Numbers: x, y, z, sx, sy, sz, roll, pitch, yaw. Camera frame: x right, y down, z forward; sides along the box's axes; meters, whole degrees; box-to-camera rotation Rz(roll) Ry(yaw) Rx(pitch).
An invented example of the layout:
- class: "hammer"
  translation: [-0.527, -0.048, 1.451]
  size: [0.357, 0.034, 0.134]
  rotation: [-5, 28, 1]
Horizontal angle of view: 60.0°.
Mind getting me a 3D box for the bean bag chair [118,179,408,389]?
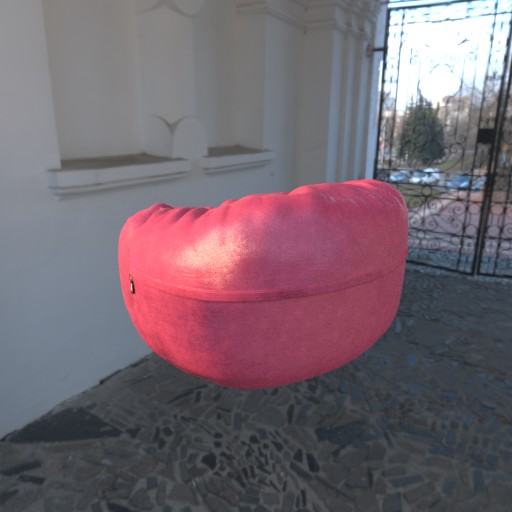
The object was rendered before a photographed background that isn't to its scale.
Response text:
- class: "bean bag chair"
  translation: [0.000, 0.000, 2.418]
  size: [1.524, 0.878, 1.524]
  rotation: [-15, 22, -42]
